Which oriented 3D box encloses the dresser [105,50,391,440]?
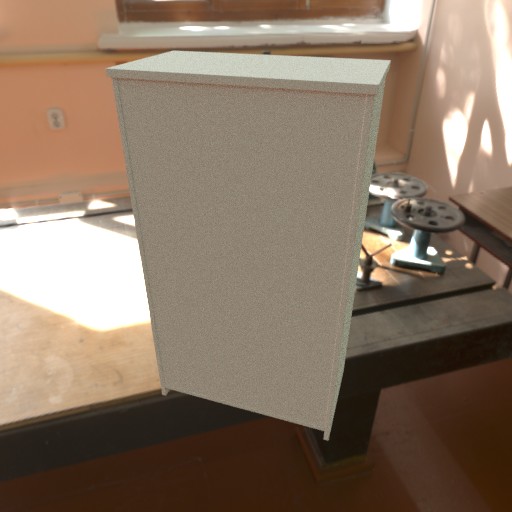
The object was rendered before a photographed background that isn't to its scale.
[{"bbox_3d":[0.000,0.000,1.562,0.704,1.255,0.399,10,33,16],"label":"dresser"}]
